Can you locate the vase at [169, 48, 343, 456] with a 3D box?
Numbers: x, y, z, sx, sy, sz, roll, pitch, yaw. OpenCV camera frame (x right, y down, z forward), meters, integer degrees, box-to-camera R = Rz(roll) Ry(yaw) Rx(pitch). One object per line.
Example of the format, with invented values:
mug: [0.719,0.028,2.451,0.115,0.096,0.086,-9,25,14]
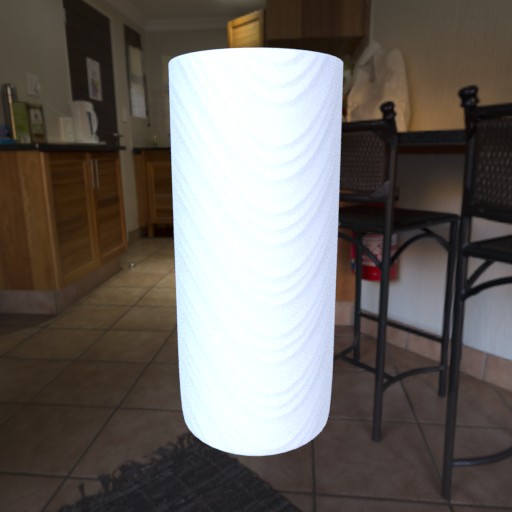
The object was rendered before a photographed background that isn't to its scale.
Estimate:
vase: [0.000,0.000,0.394,0.143,0.316,0.143,0,14,0]
